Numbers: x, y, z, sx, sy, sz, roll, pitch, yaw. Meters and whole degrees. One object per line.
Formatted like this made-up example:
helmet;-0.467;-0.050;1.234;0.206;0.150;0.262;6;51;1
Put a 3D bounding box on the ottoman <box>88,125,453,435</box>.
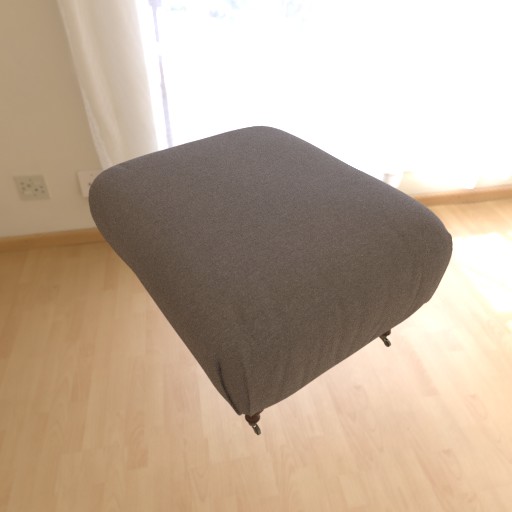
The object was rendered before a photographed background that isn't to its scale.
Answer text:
ottoman;0.000;0.000;1.149;0.622;0.450;0.747;-24;45;-27
